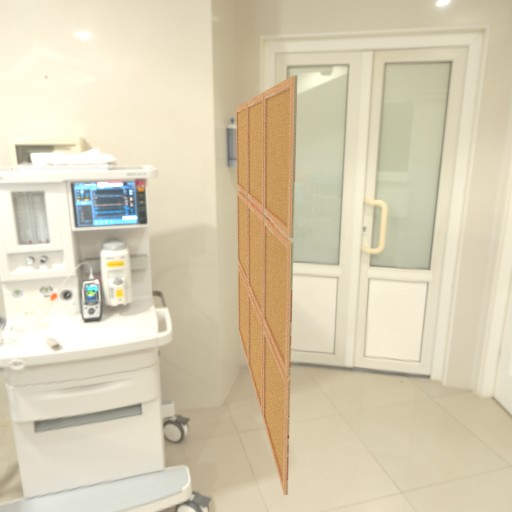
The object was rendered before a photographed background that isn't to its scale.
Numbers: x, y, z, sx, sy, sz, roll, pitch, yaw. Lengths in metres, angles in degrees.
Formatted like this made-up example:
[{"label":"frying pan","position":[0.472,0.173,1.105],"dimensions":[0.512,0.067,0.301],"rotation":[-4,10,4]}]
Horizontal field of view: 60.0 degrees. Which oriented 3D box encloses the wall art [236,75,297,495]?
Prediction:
[{"label":"wall art","position":[0.000,0.000,1.802],"dimensions":[0.013,1.220,1.216],"rotation":[-2,15,-9]}]
